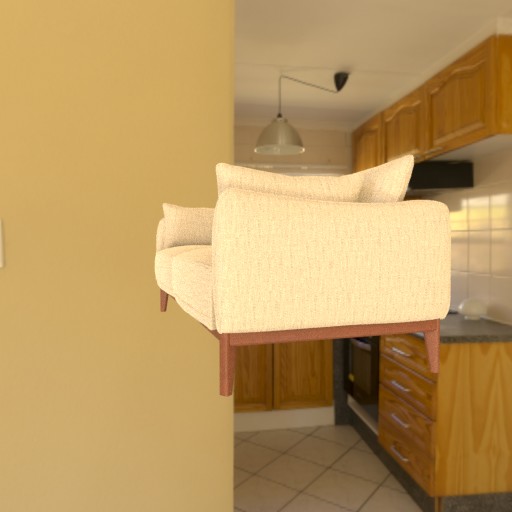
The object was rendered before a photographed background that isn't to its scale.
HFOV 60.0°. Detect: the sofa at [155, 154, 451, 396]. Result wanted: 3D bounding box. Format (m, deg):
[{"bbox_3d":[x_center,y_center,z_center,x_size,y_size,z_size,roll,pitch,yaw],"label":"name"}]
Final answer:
[{"bbox_3d":[0.000,0.000,2.479,0.991,0.860,1.989,-1,2,-18],"label":"sofa"}]
